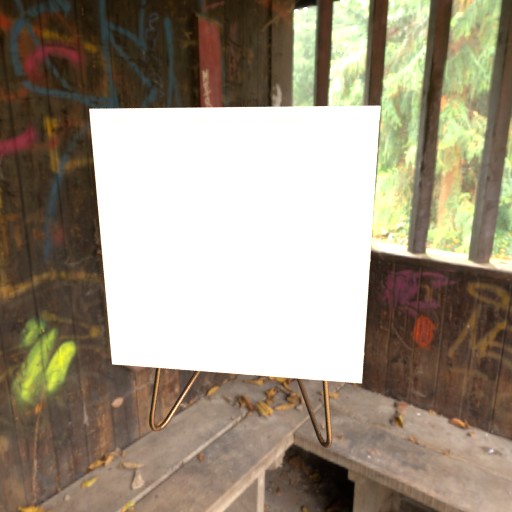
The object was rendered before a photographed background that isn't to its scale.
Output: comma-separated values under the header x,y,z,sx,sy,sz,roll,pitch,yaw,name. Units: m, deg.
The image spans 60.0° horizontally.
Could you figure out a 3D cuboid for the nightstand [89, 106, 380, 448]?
x,y,z,sx,sy,sz,roll,pitch,yaw,name
0.000,0.000,1.015,0.447,0.604,0.614,2,15,8,nightstand
